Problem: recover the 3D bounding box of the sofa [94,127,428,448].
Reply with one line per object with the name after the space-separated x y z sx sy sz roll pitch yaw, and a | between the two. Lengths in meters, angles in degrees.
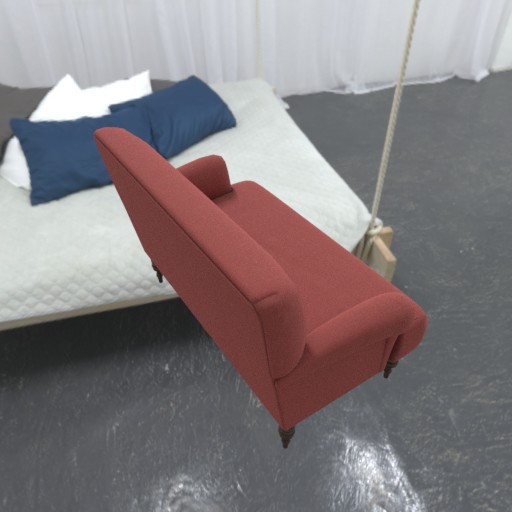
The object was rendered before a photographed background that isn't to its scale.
0.000 0.000 1.816 0.779 0.889 1.297 -24 46 -26 | sofa
